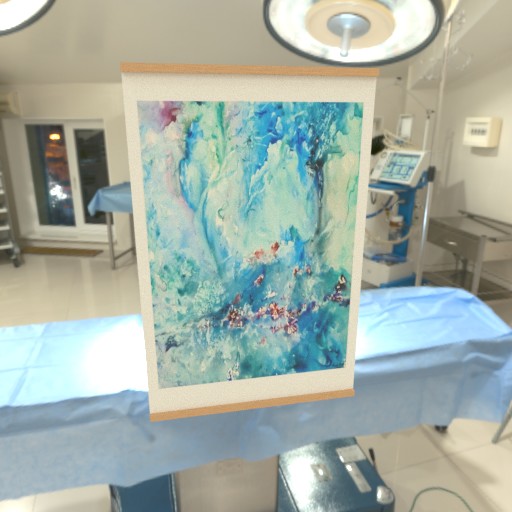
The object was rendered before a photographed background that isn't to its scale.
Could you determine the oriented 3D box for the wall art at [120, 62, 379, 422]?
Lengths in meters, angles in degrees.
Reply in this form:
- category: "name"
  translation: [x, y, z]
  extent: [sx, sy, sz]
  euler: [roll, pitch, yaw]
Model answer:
- category: "wall art"
  translation: [0.000, 0.000, 0.644]
  extent: [0.335, 0.510, 0.013]
  euler: [-3, 18, -11]
